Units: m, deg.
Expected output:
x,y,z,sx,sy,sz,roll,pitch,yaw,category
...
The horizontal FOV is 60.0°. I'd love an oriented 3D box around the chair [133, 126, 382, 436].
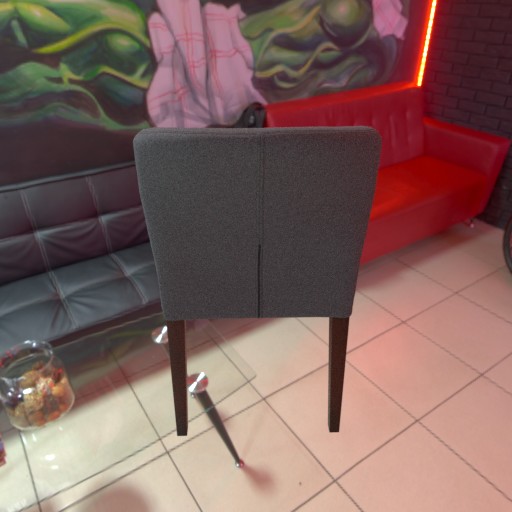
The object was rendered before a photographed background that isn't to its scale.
x,y,z,sx,sy,sz,roll,pitch,yaw,category
0.000,0.000,1.197,0.491,0.839,0.592,-1,32,-1,chair
